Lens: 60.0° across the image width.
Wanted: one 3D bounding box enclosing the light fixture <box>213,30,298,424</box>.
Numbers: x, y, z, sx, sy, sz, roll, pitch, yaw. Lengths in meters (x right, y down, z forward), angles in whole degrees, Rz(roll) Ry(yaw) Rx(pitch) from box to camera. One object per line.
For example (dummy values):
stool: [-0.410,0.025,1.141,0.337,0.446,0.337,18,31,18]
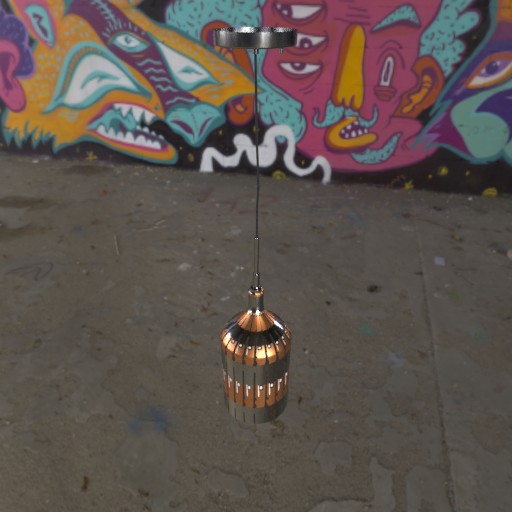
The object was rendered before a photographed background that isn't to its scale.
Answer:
light fixture: [0.000,0.000,1.684,0.303,1.535,0.303,0,30,0]
